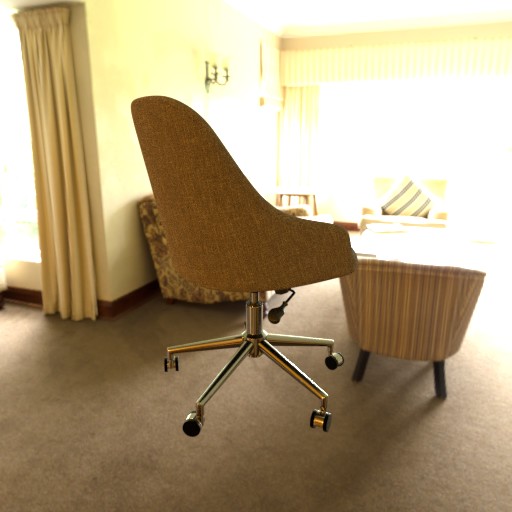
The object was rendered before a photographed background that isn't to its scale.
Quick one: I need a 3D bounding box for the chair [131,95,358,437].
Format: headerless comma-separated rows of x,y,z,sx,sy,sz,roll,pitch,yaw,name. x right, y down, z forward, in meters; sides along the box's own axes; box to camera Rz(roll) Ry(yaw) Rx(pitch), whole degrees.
0.000,0.000,1.440,0.712,0.950,0.671,-8,17,-27,chair
